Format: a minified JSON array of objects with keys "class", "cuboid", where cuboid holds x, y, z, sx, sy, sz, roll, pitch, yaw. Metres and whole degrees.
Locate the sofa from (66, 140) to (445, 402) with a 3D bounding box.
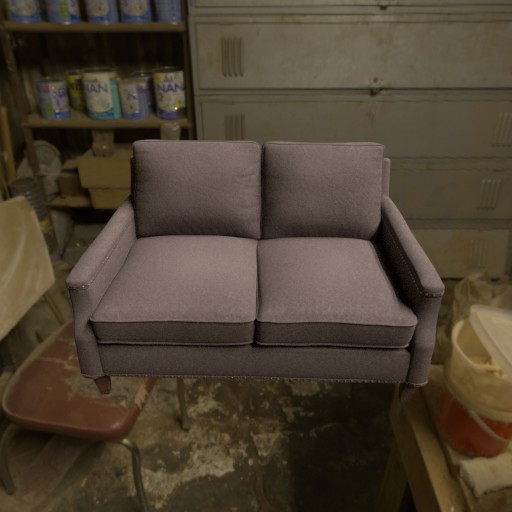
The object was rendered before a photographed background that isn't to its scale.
[{"class":"sofa","cuboid":[0.000,0.000,2.294,1.597,1.003,1.084,1,31,2]}]
